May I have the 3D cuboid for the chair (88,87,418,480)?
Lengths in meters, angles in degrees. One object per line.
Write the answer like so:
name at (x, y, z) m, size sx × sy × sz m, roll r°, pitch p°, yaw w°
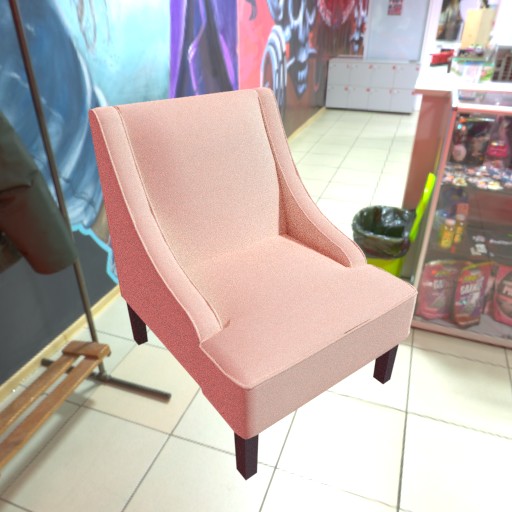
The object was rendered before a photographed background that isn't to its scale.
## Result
chair at (0.000, 0.000, 1.434) m, size 0.689 × 0.886 × 0.806 m, roll -21°, pitch 35°, yaw -32°
